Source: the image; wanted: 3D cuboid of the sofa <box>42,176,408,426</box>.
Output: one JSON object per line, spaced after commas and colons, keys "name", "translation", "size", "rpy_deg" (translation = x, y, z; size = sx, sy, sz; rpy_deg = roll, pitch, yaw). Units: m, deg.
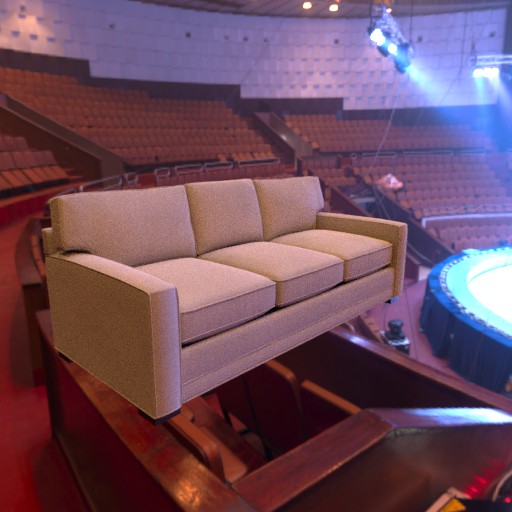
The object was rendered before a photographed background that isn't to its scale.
{"name": "sofa", "translation": [0.000, 0.000, 2.644], "size": [0.935, 0.862, 2.088], "rpy_deg": [13, 18, 42]}
